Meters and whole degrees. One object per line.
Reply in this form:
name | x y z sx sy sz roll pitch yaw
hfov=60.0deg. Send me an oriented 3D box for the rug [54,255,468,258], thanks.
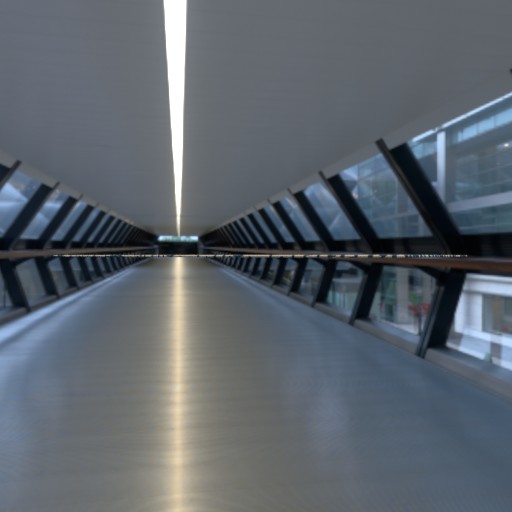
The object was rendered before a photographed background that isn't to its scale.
rug | 0.000 0.000 3.064 2.435 0.011 1.517 0 0 35
